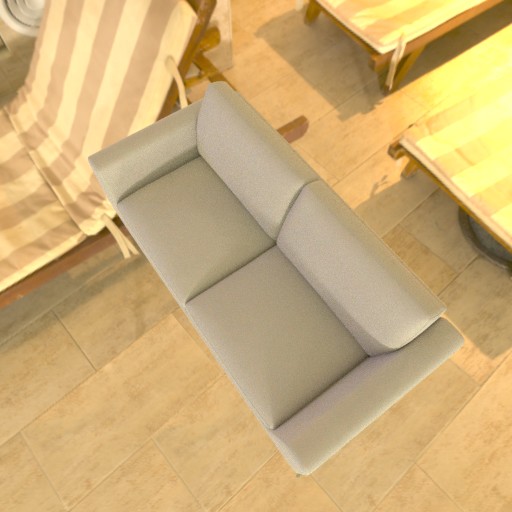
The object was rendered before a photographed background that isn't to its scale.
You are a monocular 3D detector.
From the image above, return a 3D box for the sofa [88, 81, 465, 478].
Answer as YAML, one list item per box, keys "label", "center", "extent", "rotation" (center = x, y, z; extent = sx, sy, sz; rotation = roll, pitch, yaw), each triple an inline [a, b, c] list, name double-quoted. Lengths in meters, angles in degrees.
- label: "sofa"
  center: [0.000, 0.000, 2.424]
  extent: [0.953, 0.875, 2.017]
  rotation: [-33, 68, -15]
